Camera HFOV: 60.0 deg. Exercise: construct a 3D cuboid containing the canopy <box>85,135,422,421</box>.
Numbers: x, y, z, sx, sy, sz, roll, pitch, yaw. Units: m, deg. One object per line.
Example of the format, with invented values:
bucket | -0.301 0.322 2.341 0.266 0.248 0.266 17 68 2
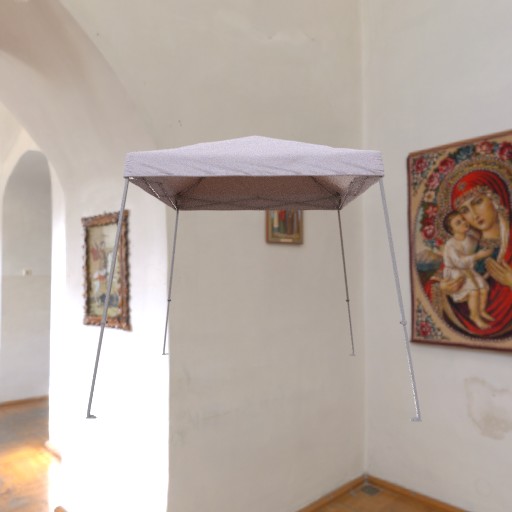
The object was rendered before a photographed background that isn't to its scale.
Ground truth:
canopy | 0.000 0.000 5.209 2.849 2.850 2.850 0 -2 1
